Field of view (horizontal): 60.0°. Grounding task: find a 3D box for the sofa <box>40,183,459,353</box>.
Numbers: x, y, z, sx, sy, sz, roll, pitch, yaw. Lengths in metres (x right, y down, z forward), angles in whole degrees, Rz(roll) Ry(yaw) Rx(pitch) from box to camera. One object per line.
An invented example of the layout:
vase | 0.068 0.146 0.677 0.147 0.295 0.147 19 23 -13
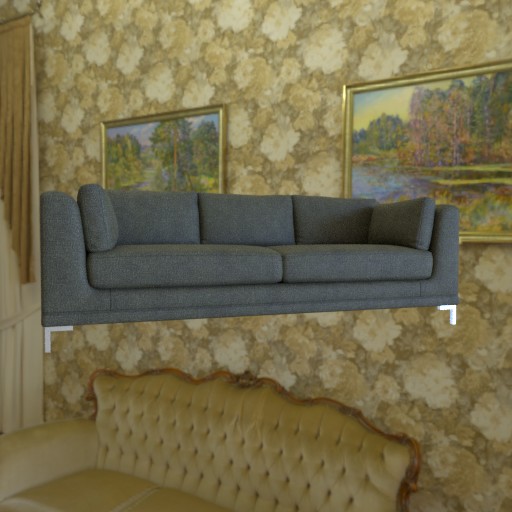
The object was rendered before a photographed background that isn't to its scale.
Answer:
sofa | 0.000 0.000 2.869 2.415 0.867 0.969 0 2 -18
